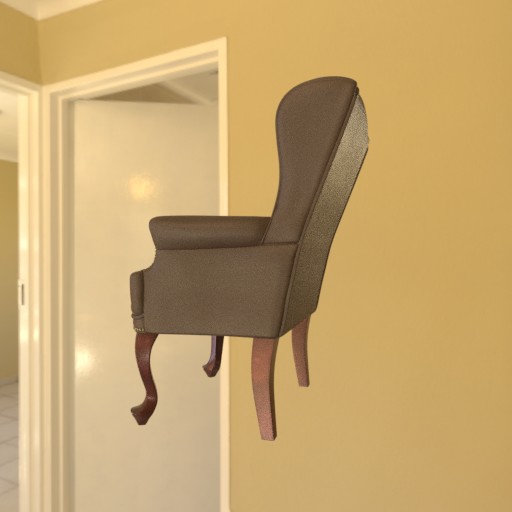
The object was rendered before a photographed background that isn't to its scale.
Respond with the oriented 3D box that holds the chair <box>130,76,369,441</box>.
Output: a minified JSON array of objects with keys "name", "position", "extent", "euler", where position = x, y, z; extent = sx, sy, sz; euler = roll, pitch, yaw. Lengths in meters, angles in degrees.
[{"name":"chair","position":[0.000,0.000,1.693],"extent":[0.819,1.132,0.829],"euler":[0,0,17]}]
